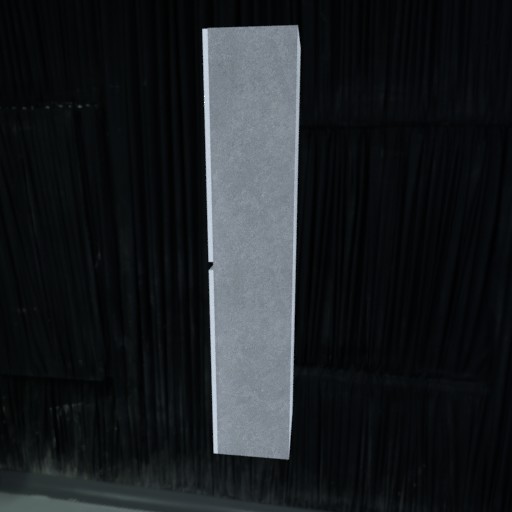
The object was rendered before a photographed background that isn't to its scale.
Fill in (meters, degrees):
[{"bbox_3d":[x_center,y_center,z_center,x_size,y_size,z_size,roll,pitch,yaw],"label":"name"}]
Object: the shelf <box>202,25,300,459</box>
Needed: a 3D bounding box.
[{"bbox_3d":[0.000,0.000,1.558,0.270,1.400,0.300,2,14,7],"label":"shelf"}]
